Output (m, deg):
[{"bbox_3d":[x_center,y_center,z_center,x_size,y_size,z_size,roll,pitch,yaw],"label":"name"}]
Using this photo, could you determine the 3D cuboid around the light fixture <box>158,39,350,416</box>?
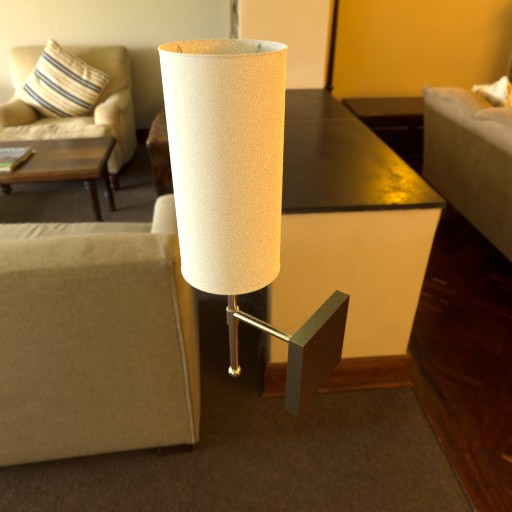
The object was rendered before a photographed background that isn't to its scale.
[{"bbox_3d":[0.000,0.000,0.542,0.208,0.462,0.128,21,37,30],"label":"light fixture"}]
